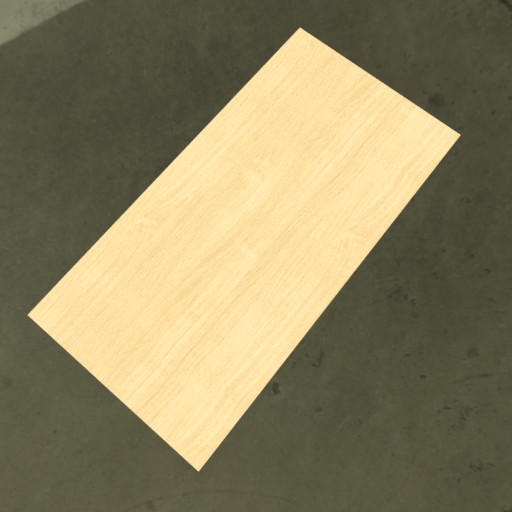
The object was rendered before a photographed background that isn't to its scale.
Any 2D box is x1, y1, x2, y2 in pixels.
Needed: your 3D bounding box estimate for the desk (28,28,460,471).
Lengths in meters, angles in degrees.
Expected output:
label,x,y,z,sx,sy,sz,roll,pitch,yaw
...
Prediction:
label,x,y,z,sx,sy,sz,roll,pitch,yaw
desk,0.000,0.000,1.512,0.560,0.735,1.097,38,78,9
